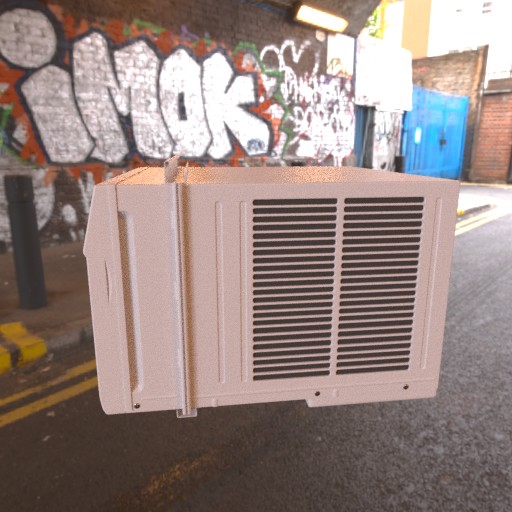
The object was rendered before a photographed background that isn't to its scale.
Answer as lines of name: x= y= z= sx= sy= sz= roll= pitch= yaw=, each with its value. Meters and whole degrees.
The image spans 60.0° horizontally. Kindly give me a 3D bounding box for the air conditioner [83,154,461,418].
air conditioner: x=0.000 y=0.000 z=0.886 sx=0.546 sy=0.388 sz=0.503 roll=-2 pitch=14 yaw=-8
